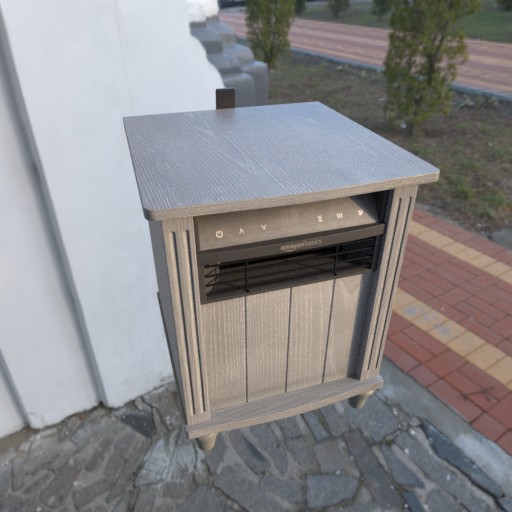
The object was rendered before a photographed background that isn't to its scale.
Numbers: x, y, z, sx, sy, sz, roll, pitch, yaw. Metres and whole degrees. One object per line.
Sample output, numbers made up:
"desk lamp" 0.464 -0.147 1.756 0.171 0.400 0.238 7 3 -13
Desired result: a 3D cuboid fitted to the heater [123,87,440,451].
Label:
"heater" 0.000 0.000 0.763 0.362 0.481 0.400 -10 34 -15
